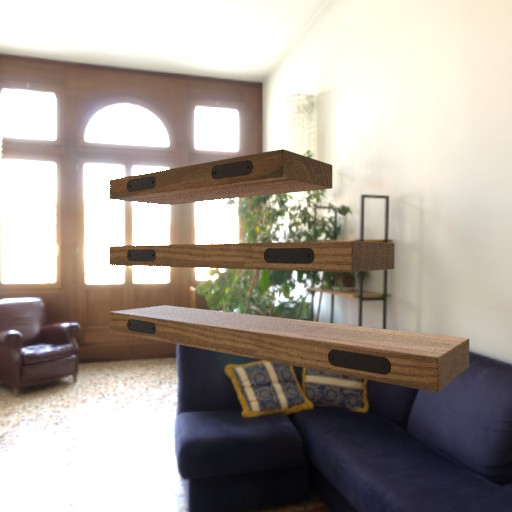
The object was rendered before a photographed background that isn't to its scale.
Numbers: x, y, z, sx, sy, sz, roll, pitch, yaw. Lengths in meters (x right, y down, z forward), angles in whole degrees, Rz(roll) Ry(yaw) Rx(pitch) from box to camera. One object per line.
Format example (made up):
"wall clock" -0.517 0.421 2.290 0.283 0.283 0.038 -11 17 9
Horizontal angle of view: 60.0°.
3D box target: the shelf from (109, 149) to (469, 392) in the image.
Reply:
"shelf" 0.000 0.000 0.720 0.610 0.293 0.140 0 0 38
